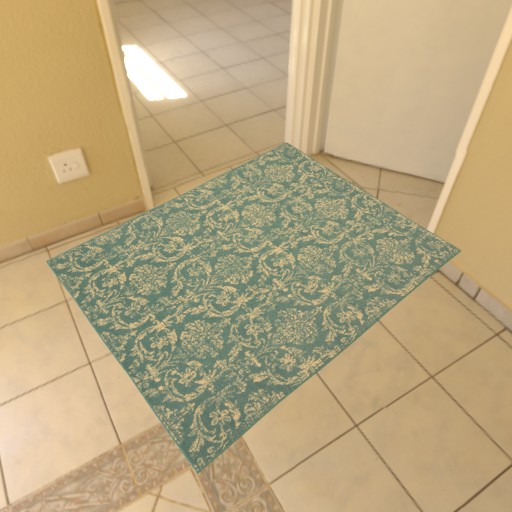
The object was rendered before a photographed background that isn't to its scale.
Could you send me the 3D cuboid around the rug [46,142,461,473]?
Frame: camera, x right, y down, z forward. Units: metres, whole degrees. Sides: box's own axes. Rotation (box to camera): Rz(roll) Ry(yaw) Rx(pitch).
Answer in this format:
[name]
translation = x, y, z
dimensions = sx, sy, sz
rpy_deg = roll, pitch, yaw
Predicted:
[rug]
translation = 0.000, 0.000, 4.048
dimensions = 2.980, 0.012, 2.363
rpy_deg = -32, 55, -26
